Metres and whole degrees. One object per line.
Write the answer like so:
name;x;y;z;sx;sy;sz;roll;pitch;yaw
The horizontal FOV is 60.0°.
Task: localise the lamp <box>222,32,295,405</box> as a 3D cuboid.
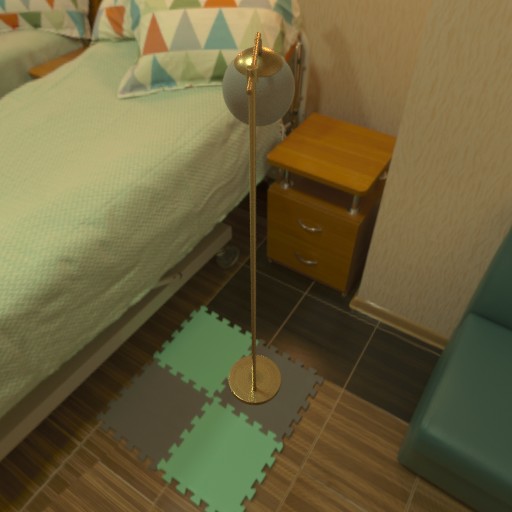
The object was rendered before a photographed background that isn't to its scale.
lamp;0.000;0.000;1.639;0.249;1.505;0.476;2;45;2
